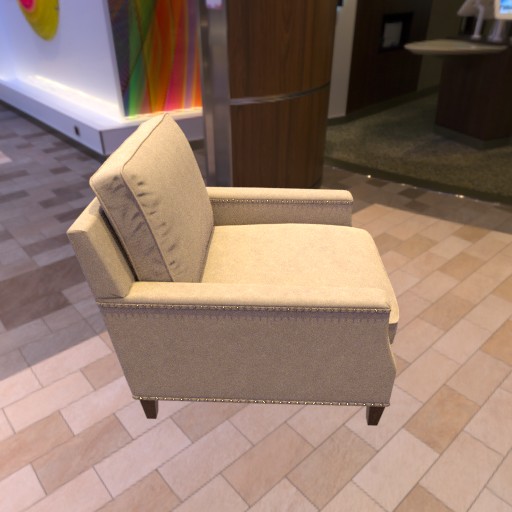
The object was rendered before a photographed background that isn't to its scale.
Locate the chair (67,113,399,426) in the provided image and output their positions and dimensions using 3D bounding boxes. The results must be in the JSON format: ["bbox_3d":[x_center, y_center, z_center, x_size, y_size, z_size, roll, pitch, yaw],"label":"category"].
[{"bbox_3d":[0.000,0.000,1.722,1.014,0.943,0.853,1,32,2],"label":"chair"}]
